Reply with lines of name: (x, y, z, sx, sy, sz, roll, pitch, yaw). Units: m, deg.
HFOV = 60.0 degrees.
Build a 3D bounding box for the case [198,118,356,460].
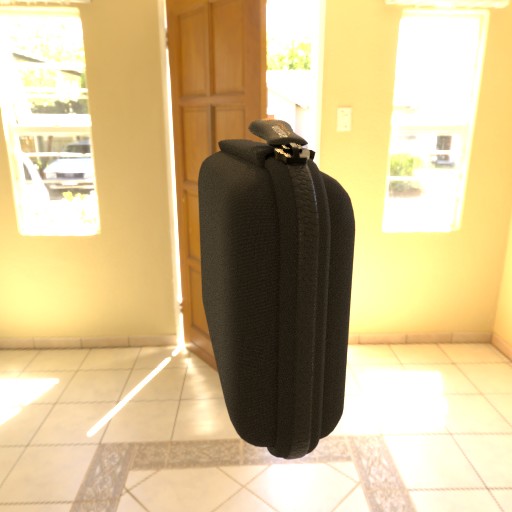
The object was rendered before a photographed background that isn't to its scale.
case: (0.000, 0.000, 0.177, 0.038, 0.105, 0.132, -3, 17, -11)
